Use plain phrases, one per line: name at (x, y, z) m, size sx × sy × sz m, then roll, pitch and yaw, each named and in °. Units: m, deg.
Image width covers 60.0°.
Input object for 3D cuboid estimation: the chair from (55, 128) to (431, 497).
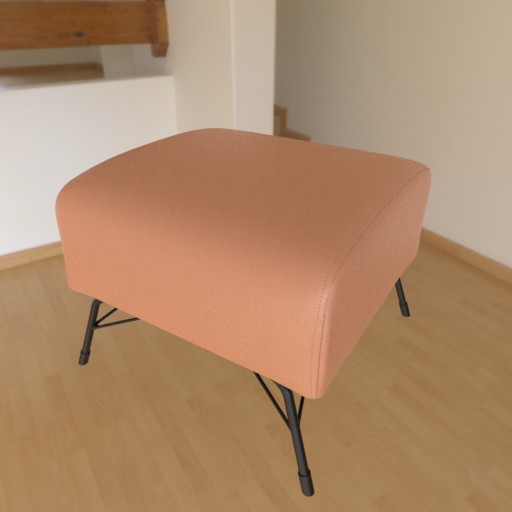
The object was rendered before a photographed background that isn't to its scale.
chair at (0.000, 0.000, 0.871) m, size 0.530 × 0.410 × 0.530 m, roll 18°, pitch 34°, yaw 28°
